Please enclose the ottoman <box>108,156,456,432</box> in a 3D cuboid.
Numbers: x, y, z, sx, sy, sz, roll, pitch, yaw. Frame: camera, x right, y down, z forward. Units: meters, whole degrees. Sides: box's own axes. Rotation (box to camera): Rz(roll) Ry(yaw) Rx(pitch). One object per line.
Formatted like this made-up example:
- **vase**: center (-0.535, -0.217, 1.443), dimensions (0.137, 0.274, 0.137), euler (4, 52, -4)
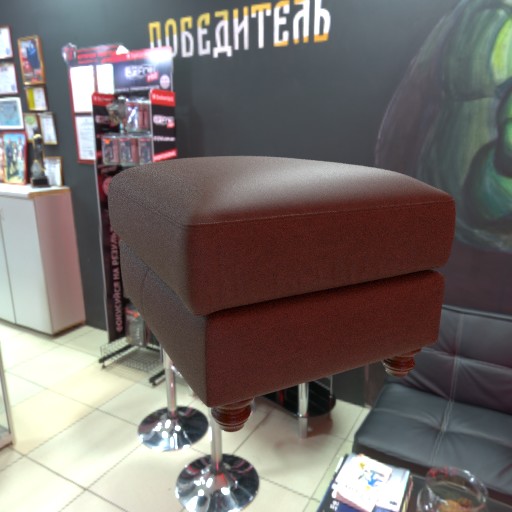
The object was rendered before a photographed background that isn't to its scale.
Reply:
- **ottoman**: center (0.000, 0.000, 1.175), dimensions (0.635, 0.508, 0.787), euler (-8, 17, -26)
